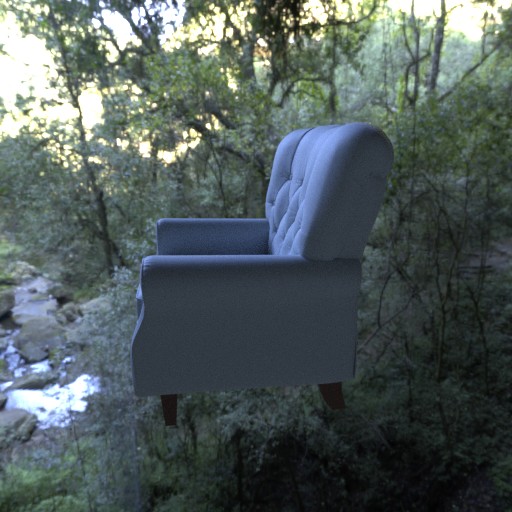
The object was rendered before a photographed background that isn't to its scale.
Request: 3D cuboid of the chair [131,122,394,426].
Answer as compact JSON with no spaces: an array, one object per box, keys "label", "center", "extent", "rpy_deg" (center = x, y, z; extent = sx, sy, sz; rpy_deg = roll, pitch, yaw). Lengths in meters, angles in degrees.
[{"label":"chair","center":[0.000,0.000,2.129],"extent":[1.128,1.217,1.090],"rpy_deg":[-2,15,-8]}]
